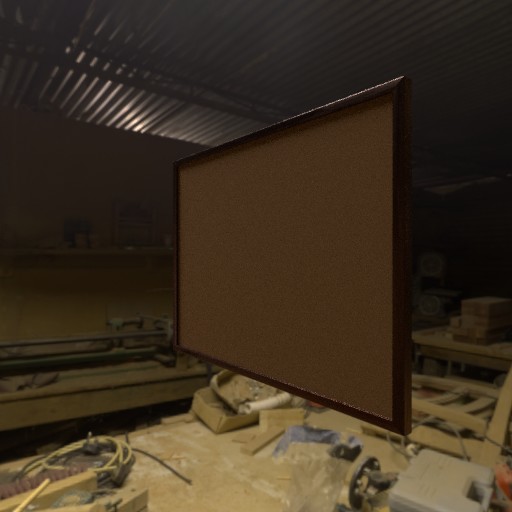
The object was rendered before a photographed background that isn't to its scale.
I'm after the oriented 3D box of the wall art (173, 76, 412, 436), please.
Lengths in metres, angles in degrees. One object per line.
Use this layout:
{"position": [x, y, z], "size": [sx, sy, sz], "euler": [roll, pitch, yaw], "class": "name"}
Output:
{"position": [0.000, 0.000, 0.550], "size": [0.012, 0.304, 0.431], "euler": [0, 0, -37], "class": "wall art"}
